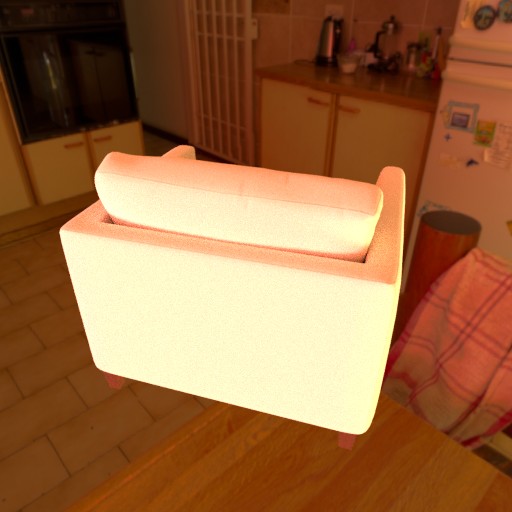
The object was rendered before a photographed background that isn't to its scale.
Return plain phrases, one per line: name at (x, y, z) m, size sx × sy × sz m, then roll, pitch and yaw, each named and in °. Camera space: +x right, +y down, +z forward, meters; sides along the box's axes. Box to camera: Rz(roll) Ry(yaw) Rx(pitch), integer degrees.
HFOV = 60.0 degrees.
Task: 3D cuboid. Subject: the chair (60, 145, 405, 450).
chair at (0.000, 0.000, 1.683) m, size 1.019 × 0.885 × 0.878 m, roll 9°, pitch 33°, yaw 14°
